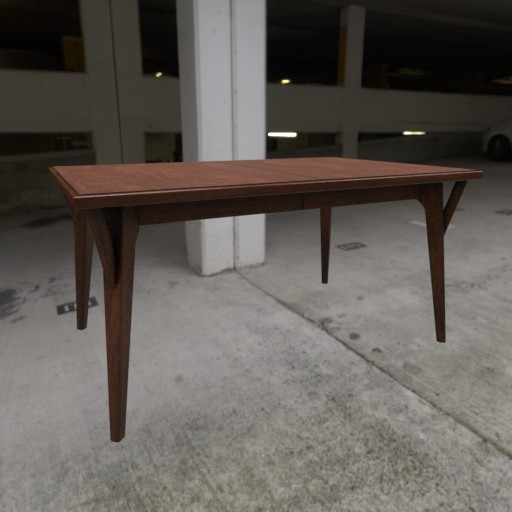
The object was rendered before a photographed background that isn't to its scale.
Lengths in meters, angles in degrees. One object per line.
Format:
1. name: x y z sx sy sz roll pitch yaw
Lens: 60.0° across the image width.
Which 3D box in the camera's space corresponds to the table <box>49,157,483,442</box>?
1. table: 0.000 0.000 1.951 1.524 0.761 0.990 -8 18 -26
